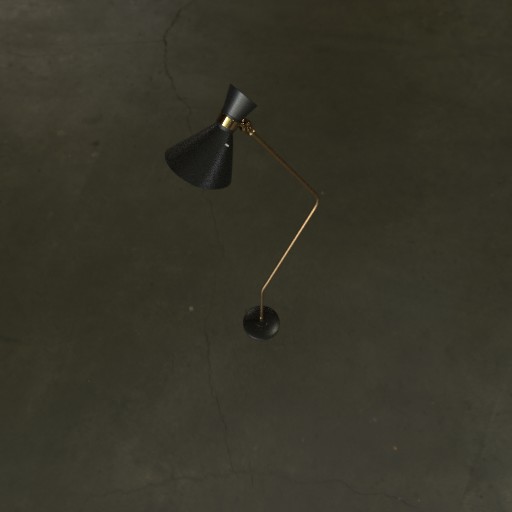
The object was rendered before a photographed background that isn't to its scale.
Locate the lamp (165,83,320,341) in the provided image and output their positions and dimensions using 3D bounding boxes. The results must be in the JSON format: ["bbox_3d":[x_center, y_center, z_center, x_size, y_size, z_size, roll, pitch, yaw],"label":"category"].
[{"bbox_3d":[0.000,0.000,1.630,0.467,1.438,0.277,-3,58,-2],"label":"lamp"}]
